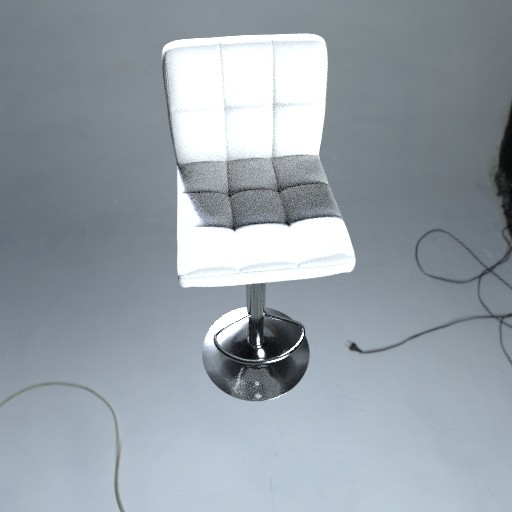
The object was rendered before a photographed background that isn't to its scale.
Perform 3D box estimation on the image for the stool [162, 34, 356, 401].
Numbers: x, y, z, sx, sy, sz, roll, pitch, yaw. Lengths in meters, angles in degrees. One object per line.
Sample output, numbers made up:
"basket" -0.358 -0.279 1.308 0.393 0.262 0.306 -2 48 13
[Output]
"stool" 0.000 0.000 1.353 0.430 1.115 0.505 -5 47 -5
